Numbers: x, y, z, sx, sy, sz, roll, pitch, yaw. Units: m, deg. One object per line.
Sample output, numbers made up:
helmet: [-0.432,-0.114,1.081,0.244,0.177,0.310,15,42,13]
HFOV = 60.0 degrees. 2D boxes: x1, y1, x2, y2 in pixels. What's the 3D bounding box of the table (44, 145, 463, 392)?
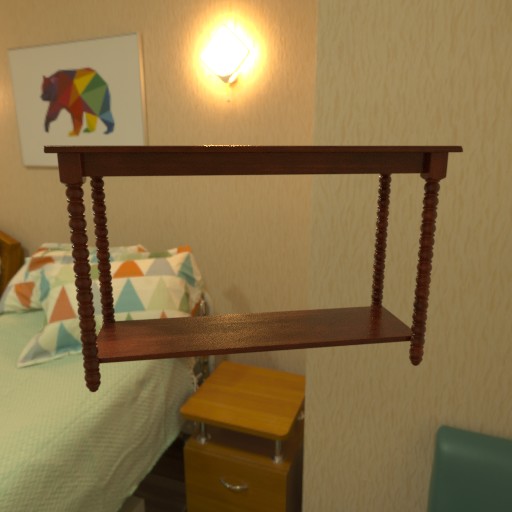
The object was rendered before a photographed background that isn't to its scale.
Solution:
table: [0.000,0.000,1.533,1.184,0.740,0.459,-2,14,-9]
